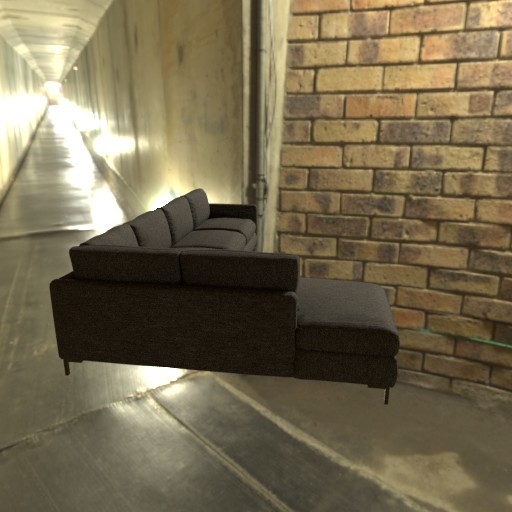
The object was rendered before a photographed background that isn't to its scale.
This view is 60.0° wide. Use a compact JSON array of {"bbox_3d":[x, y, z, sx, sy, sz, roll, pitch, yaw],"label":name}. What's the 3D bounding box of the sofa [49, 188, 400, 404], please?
[{"bbox_3d":[0.000,0.000,3.847,2.007,0.815,2.949,2,16,8],"label":"sofa"}]
